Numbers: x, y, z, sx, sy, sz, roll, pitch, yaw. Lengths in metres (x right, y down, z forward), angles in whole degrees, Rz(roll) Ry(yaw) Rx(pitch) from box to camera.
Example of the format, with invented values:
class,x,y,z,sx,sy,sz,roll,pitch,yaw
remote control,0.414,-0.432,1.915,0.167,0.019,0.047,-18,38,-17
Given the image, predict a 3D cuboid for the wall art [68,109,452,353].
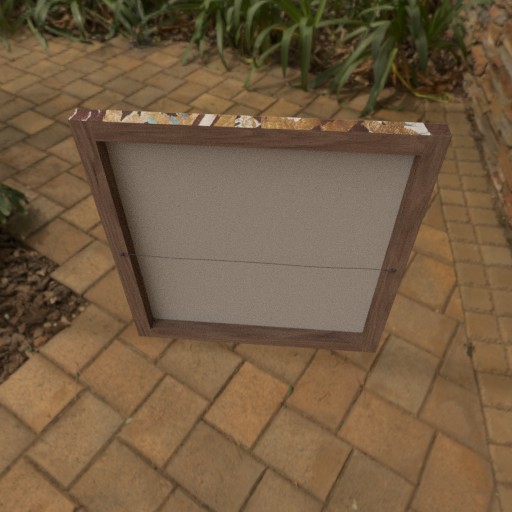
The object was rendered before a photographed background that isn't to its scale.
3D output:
class,x,y,z,sx,sy,sz,roll,pitch,yaw
wall art,0.000,0.000,0.930,0.609,0.613,0.041,3,46,3
